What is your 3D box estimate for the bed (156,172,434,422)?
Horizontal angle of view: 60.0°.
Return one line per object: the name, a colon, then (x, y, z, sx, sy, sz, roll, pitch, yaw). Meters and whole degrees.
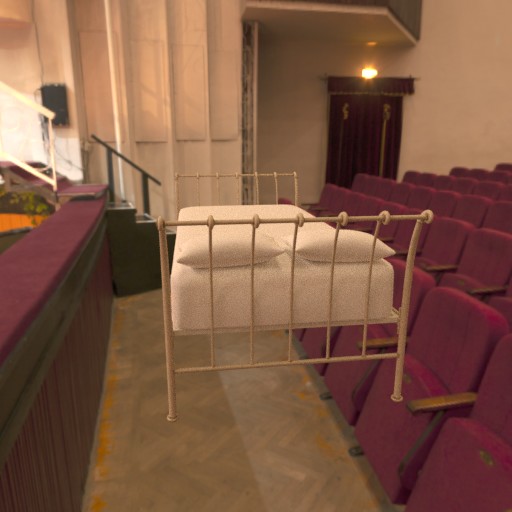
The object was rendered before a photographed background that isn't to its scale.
bed: (0.000, 0.000, 2.730, 1.032, 0.873, 2.228, -2, 15, -8)
